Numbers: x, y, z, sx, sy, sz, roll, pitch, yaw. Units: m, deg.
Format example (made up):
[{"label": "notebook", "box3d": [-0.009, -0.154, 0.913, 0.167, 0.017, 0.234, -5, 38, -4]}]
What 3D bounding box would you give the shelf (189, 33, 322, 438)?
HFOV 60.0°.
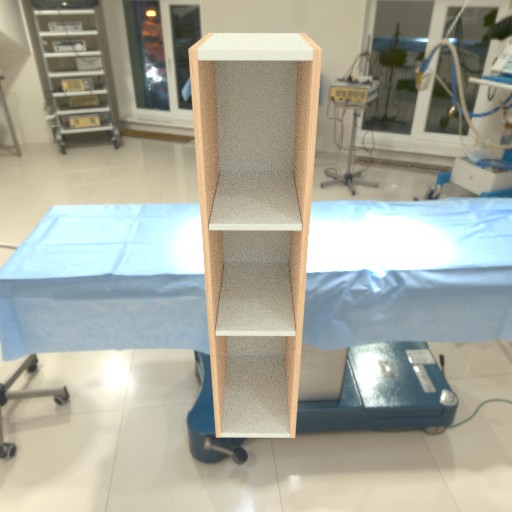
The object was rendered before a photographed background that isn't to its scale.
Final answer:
[{"label": "shelf", "box3d": [0.000, 0.000, 1.001, 0.197, 0.882, 0.290, 0, 31, 0]}]
